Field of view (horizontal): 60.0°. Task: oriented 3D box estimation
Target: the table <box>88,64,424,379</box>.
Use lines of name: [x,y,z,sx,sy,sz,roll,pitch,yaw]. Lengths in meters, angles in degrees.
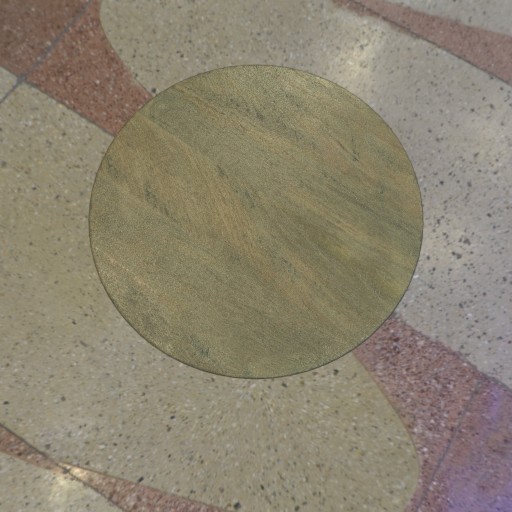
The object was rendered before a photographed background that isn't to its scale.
table: [0.000,0.000,0.754,0.405,0.454,0.405,0,74,0]
